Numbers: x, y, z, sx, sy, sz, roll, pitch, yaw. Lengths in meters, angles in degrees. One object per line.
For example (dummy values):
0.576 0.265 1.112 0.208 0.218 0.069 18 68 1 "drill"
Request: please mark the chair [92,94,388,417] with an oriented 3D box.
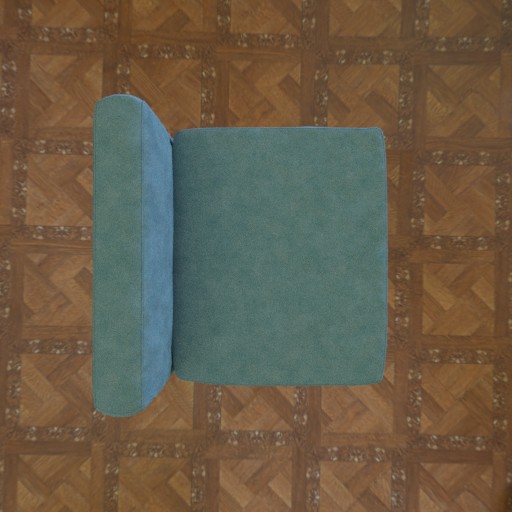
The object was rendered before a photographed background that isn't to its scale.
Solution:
0.000 0.000 1.218 0.685 0.660 0.684 0 90 0 "chair"
